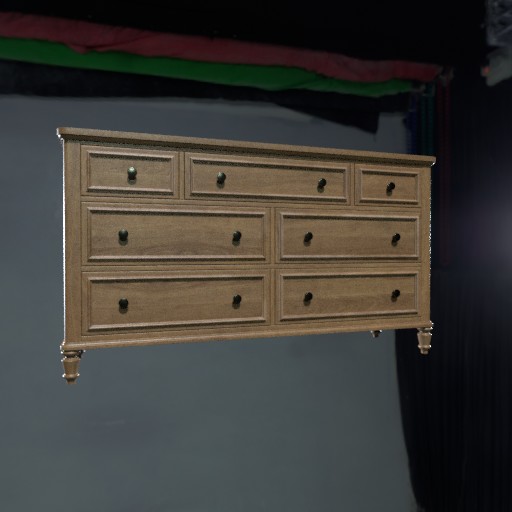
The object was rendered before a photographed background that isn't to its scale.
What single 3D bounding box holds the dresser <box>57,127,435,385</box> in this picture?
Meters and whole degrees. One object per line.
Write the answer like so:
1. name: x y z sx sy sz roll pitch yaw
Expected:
1. dresser: 0.000 0.000 1.978 1.583 0.892 0.468 0 1 -18
